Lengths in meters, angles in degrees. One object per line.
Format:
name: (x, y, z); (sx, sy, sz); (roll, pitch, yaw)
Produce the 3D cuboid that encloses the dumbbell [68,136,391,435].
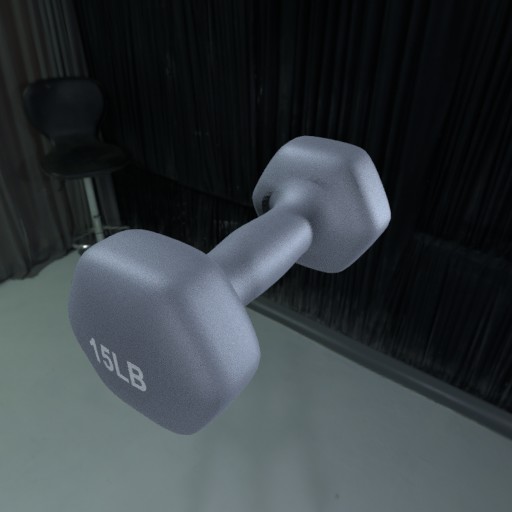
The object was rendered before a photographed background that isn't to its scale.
dumbbell: (0.000, 0.000, 0.300); (0.116, 0.105, 0.240); (21, 38, 29)
